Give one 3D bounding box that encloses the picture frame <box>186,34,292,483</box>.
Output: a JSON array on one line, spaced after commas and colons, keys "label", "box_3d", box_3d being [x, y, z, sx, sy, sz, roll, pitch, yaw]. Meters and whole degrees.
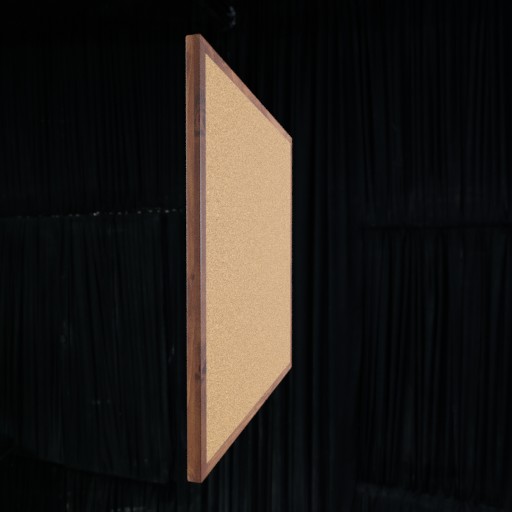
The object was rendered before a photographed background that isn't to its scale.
[{"label": "picture frame", "box_3d": [0.000, 0.000, 1.196, 0.029, 0.817, 0.810, 0, 1, 16]}]
